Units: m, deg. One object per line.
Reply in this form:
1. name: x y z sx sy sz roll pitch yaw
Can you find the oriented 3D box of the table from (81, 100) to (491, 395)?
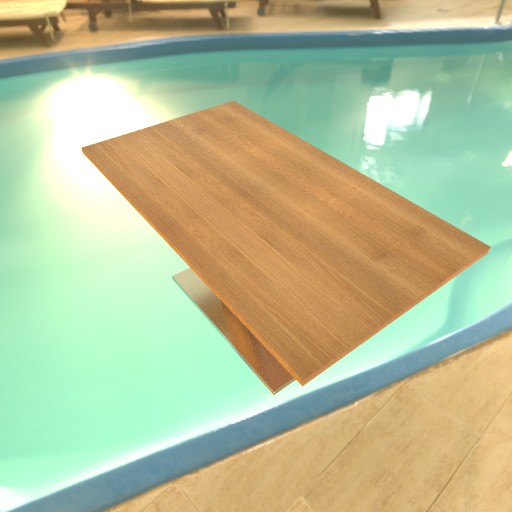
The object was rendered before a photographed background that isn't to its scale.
1. table: 0.000 0.000 2.111 0.900 0.750 1.600 -27 49 -27
